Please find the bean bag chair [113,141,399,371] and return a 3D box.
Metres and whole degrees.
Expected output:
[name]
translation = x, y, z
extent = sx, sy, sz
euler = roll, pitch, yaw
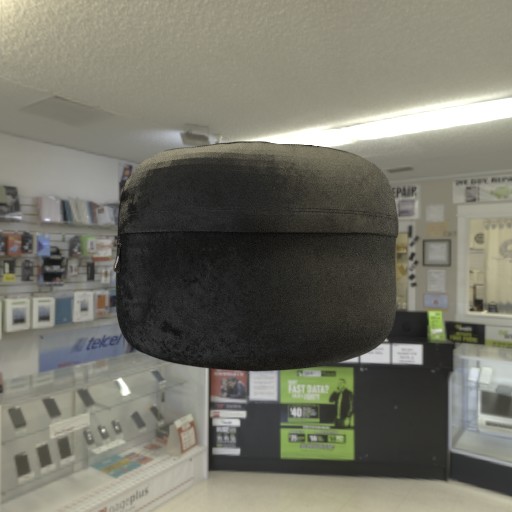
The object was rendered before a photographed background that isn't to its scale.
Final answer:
[bean bag chair]
translation = 0.000, 0.000, 1.500
extent = 0.918, 0.605, 0.918
euler = 0, 0, 0
